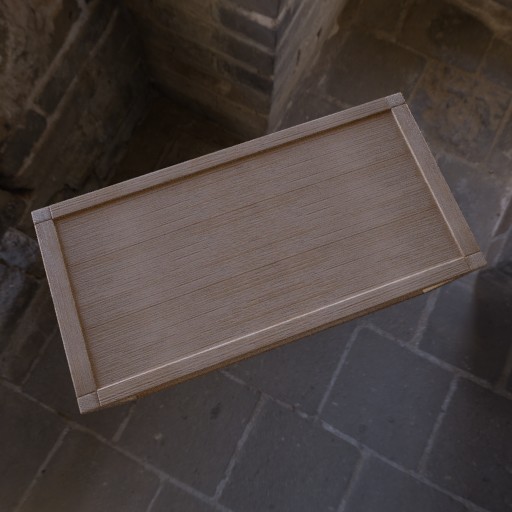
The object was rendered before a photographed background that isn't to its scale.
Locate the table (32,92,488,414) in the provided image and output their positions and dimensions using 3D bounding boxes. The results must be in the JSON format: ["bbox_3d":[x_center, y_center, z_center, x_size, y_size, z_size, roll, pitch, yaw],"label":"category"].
[{"bbox_3d":[0.000,0.000,1.630,1.321,0.457,0.660,-19,76,-5],"label":"table"}]
